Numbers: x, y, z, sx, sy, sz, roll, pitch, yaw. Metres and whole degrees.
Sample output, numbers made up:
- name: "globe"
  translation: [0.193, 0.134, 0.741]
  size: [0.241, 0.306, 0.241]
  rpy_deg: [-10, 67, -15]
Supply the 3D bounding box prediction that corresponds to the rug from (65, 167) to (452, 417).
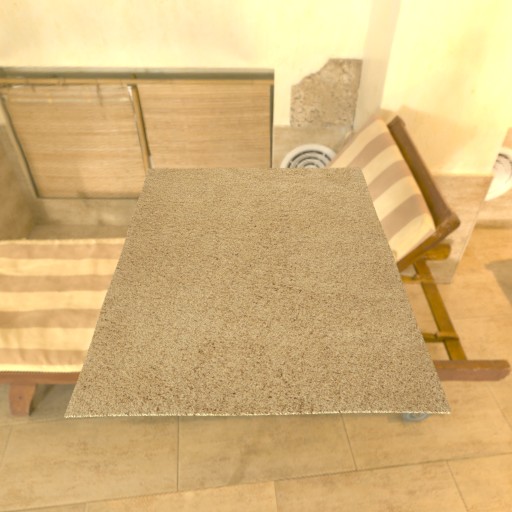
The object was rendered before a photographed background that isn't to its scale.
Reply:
- name: "rug"
  translation: [0.000, 0.000, 3.878]
  size: [2.400, 0.025, 3.000]
  rpy_deg: [0, 41, 0]
